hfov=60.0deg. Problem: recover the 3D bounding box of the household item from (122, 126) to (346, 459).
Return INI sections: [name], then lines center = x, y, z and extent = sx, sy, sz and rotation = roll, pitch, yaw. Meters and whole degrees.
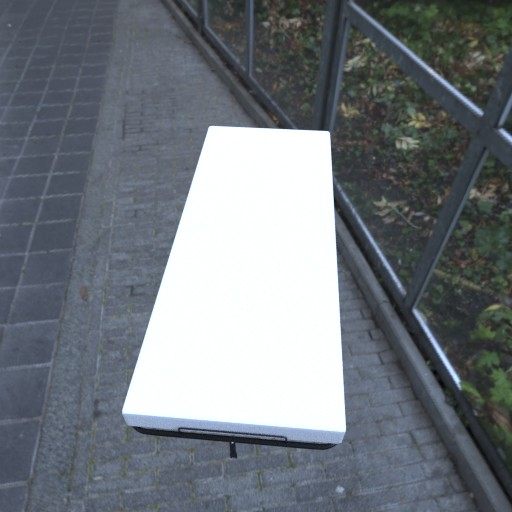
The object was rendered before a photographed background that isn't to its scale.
[household item]
center = 0.000, 0.000, 2.217
extent = 0.787, 0.356, 1.905
rotation = 4, 46, 3
